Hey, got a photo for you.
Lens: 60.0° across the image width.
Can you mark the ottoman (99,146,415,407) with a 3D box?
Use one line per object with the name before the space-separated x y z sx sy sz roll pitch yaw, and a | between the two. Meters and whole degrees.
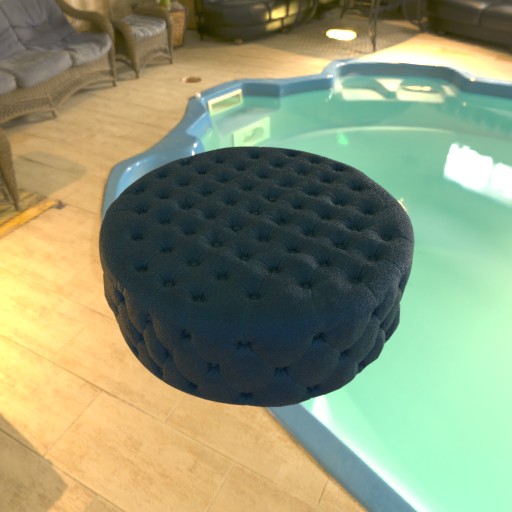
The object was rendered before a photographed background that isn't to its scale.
ottoman | 0.000 0.000 1.512 0.998 0.398 0.998 0 40 0
